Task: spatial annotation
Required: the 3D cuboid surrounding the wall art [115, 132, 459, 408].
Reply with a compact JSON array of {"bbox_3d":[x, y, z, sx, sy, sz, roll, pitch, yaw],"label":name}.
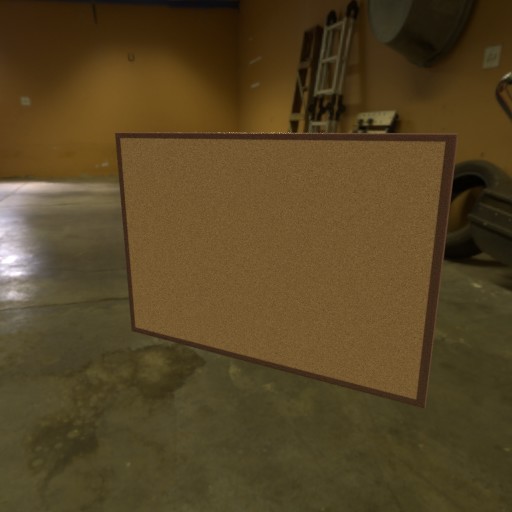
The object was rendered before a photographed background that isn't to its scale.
[{"bbox_3d":[0.000,0.000,0.850,0.660,0.455,0.014,8,18,26],"label":"wall art"}]
